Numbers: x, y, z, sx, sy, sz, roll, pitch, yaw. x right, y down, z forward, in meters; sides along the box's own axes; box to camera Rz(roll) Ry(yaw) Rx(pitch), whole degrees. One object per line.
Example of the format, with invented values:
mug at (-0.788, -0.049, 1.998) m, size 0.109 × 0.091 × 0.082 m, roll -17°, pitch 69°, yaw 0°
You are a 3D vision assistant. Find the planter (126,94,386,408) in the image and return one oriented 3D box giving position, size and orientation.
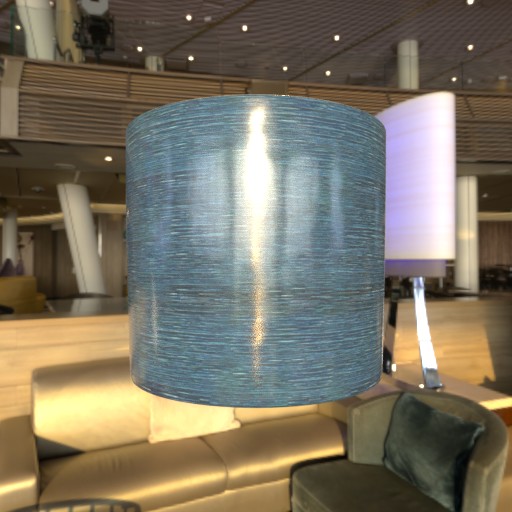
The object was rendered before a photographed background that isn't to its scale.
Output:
planter at (0.000, 0.000, 0.390) m, size 0.221 × 0.201 × 0.221 m, roll 0°, pitch -1°, yaw 0°
